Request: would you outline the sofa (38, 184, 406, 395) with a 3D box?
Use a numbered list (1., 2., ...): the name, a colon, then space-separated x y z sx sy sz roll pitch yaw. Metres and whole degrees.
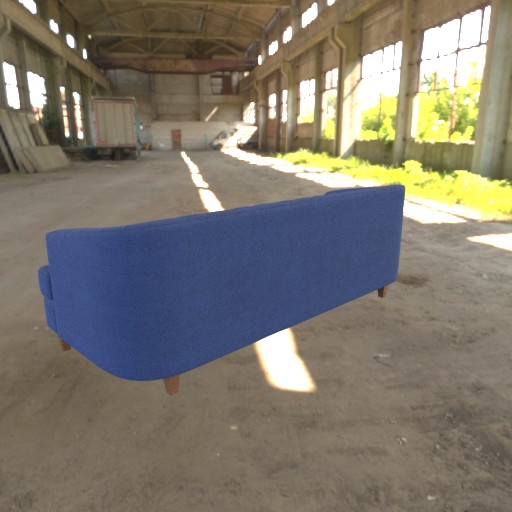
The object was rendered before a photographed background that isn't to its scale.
1. sofa: 0.000 0.000 2.688 2.235 0.787 0.914 -14 21 -41
